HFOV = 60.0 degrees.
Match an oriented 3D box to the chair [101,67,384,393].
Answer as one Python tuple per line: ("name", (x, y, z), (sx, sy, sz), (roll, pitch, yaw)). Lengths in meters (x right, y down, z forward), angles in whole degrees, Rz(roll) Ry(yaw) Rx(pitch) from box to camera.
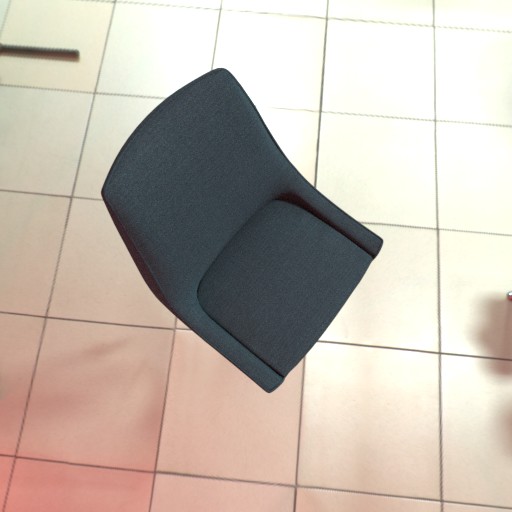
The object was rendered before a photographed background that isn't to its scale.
("chair", (0.000, 0.000, 1.217), (0.544, 0.861, 0.529), (37, 78, 9))
